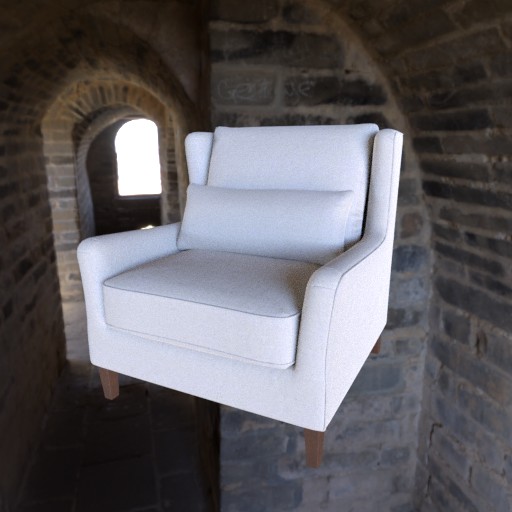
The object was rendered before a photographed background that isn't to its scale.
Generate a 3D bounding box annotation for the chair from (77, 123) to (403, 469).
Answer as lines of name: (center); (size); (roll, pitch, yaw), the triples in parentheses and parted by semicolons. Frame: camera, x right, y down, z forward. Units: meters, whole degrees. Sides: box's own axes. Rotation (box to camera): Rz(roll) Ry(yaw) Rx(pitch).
chair: (0.000, 0.000, 1.816); (0.982, 1.056, 1.040); (7, 15, 26)
